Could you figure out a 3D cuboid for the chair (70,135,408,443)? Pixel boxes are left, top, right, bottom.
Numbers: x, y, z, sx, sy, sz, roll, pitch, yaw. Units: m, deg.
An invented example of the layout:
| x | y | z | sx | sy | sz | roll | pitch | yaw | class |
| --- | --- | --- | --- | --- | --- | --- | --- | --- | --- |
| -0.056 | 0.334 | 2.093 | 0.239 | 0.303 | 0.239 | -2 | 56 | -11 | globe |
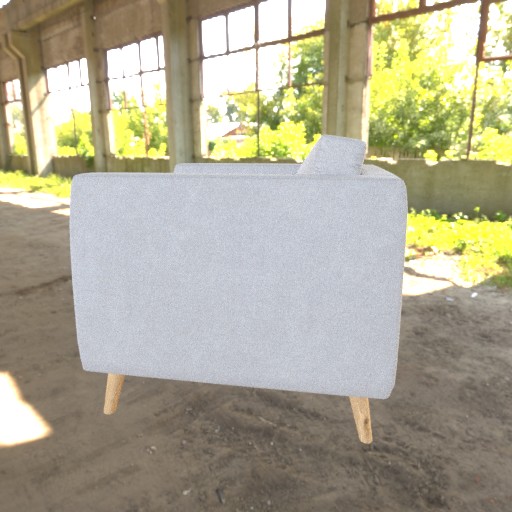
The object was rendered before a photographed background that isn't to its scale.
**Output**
| x | y | z | sx | sy | sz | roll | pitch | yaw | class |
| --- | --- | --- | --- | --- | --- | --- | --- | --- | --- |
| 0.000 | 0.000 | 1.664 | 0.930 | 0.860 | 1.000 | 2 | 14 | 10 | chair |
